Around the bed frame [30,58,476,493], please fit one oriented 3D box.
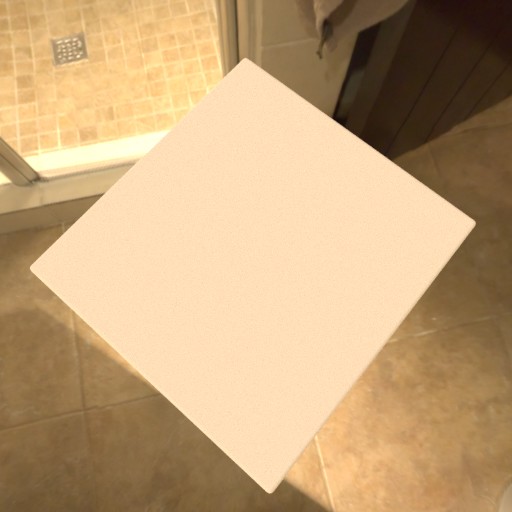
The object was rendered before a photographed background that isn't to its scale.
[{"bbox_3d":[0.000,0.000,2.986,1.935,0.525,2.033,39,78,10],"label":"bed frame"}]
